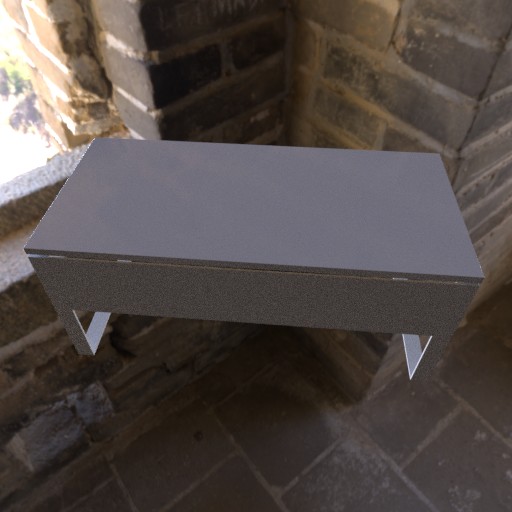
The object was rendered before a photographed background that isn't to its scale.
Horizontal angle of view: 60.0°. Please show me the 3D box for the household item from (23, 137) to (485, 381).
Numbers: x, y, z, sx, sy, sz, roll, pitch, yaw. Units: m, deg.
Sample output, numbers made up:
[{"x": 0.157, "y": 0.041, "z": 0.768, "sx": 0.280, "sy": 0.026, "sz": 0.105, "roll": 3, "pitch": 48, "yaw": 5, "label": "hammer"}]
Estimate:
[{"x": 0.000, "y": 0.000, "z": 2.170, "sx": 1.700, "sy": 0.745, "sz": 0.800, "roll": 4, "pitch": 46, "yaw": 4, "label": "household item"}]
